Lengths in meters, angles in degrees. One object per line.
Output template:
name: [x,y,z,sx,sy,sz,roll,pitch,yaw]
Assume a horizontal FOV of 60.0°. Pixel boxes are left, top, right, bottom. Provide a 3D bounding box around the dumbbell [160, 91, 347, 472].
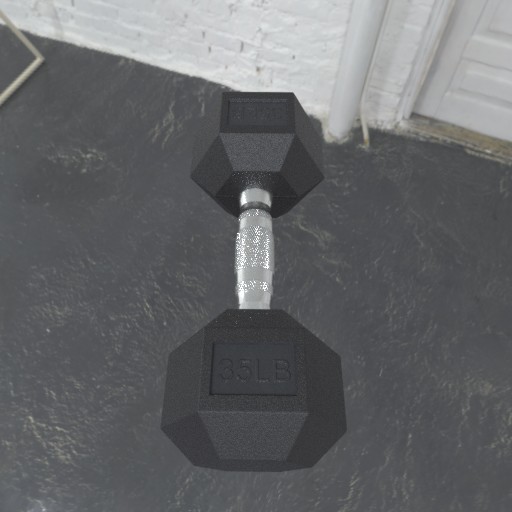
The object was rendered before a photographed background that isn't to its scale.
dumbbell: [0.000,0.000,0.413,0.141,0.123,0.356,1,59,0]
